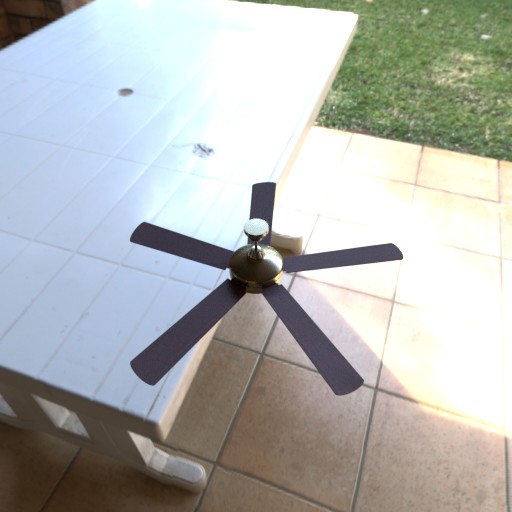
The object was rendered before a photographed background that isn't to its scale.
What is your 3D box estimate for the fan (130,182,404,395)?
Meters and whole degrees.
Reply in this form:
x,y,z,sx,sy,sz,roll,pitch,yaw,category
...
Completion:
x,y,z,sx,sy,sz,roll,pitch,yaw,category
0.000,0.000,1.994,1.321,0.356,1.321,10,47,10,fan
